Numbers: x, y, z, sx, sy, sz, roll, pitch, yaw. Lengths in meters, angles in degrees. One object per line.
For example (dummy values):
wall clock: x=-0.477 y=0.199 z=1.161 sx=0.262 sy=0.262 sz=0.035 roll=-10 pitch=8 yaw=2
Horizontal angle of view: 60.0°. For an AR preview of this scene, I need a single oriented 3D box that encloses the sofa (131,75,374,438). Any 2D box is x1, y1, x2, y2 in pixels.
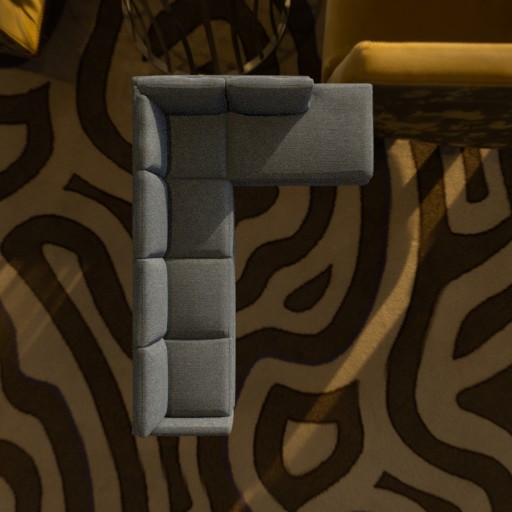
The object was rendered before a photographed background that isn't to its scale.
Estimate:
sofa: x=0.000 y=0.000 z=3.755 sx=2.007 sy=0.815 sz=2.949 roll=0 pitch=90 yaw=0
